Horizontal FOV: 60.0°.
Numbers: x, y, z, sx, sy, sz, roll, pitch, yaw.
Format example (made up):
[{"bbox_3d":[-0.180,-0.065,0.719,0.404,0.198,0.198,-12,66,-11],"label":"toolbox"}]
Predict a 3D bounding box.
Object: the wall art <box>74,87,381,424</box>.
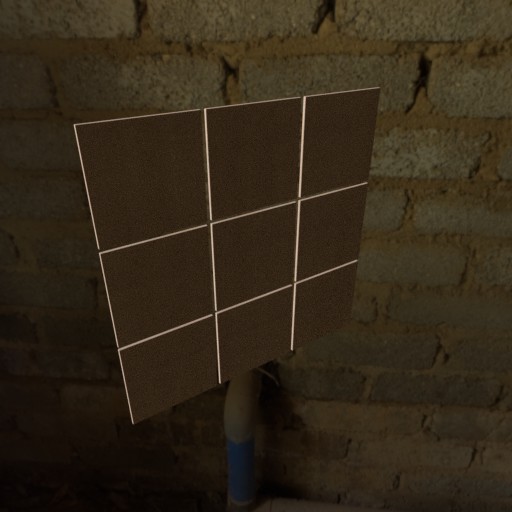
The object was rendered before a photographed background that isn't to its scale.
[{"bbox_3d":[0.000,0.000,1.833,1.219,1.218,0.013,-18,34,-29],"label":"wall art"}]
